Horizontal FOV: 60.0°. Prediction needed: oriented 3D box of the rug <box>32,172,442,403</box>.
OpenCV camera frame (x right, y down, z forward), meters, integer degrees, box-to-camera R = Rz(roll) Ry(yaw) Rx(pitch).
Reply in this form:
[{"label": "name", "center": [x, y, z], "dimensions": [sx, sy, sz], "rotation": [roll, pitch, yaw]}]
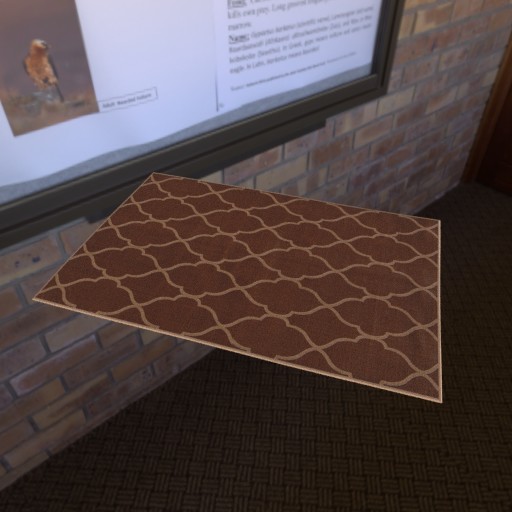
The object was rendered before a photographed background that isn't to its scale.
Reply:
[{"label": "rug", "center": [0.000, 0.000, 2.880], "dimensions": [2.290, 0.014, 1.526], "rotation": [11, 42, 13]}]
